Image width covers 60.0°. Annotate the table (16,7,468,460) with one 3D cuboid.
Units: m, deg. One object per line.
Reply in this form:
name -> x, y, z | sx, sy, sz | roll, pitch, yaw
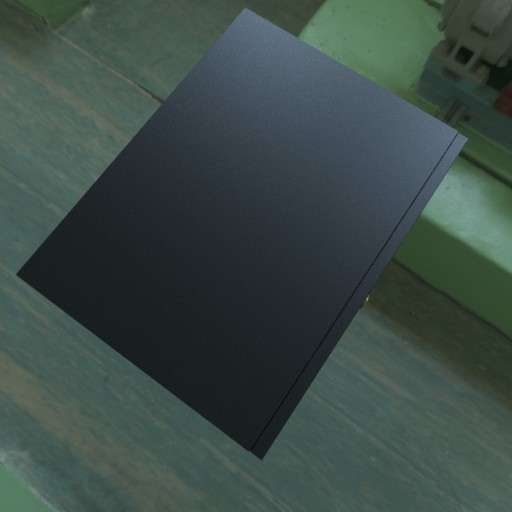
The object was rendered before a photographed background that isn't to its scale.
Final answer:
table -> 0.000, 0.000, 0.940 | 0.441, 0.584, 0.564 | 34, 78, 8
